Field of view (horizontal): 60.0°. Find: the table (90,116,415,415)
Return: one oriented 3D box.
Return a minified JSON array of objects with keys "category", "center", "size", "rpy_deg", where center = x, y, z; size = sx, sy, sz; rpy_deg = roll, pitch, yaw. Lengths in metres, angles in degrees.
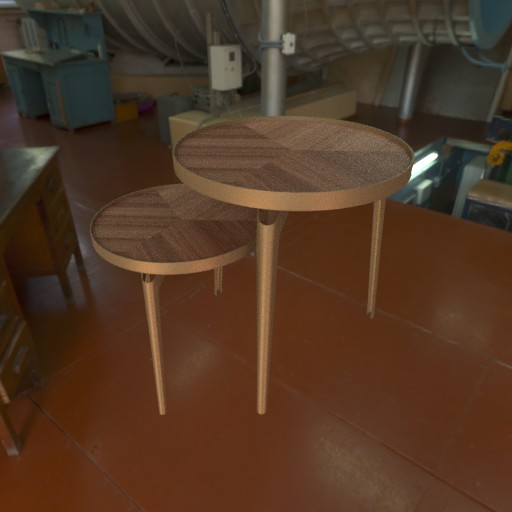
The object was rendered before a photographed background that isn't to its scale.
[{"category":"table","center":[0.000,0.000,1.123],"size":[0.751,0.555,0.532],"rpy_deg":[-9,33,-14]}]
